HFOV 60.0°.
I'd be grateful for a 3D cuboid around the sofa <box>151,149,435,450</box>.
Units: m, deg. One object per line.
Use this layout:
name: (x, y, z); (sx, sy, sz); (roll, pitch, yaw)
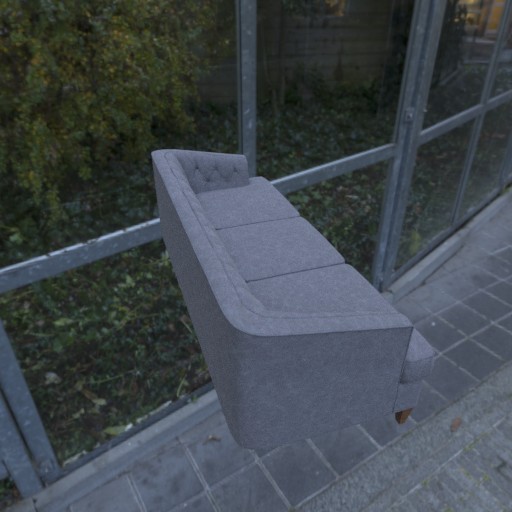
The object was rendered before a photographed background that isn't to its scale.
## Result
sofa: (0.000, 0.000, 2.707); (0.917, 0.806, 2.247); (-10, 33, -16)
